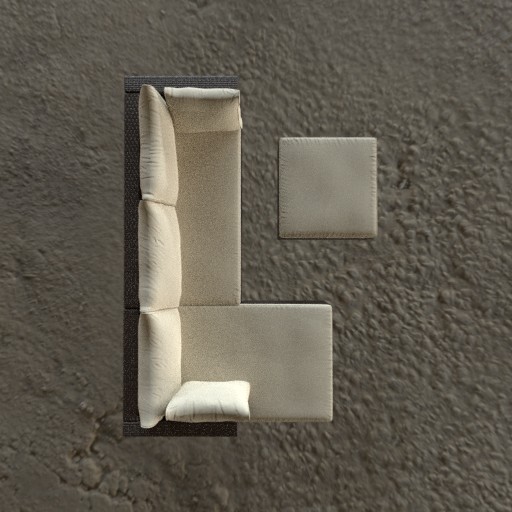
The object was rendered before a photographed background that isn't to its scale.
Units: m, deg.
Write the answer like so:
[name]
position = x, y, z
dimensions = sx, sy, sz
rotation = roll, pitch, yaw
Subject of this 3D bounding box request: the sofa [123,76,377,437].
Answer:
[sofa]
position = 0.000, 0.000, 2.926
dimensions = 1.612, 0.766, 2.192
rotation = 0, 89, 0
